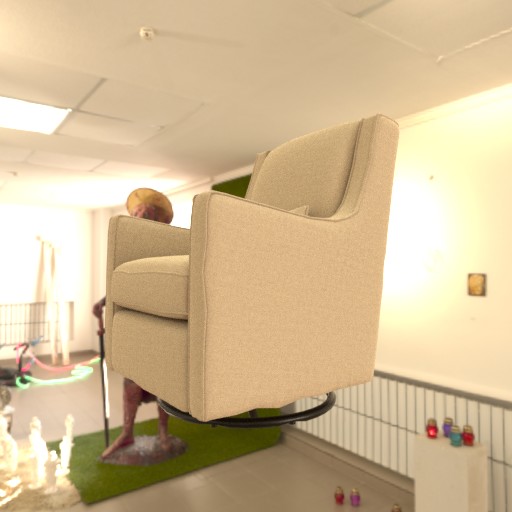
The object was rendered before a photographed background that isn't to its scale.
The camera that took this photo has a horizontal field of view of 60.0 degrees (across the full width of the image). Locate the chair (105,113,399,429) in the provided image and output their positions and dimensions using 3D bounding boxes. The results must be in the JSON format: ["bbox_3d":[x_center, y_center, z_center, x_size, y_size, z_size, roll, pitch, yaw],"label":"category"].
[{"bbox_3d":[0.000,0.000,1.585,0.879,0.993,0.732,1,-2,-37],"label":"chair"}]
